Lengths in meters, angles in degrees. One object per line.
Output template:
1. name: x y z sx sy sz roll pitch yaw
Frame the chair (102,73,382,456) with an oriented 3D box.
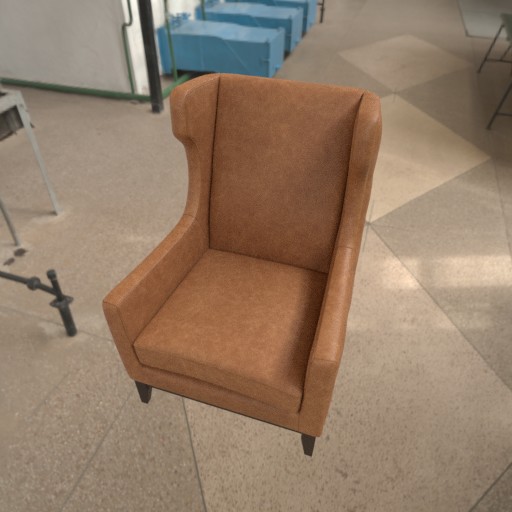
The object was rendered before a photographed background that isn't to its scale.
1. chair: 0.000 0.000 1.648 0.766 1.079 0.899 12 42 14
